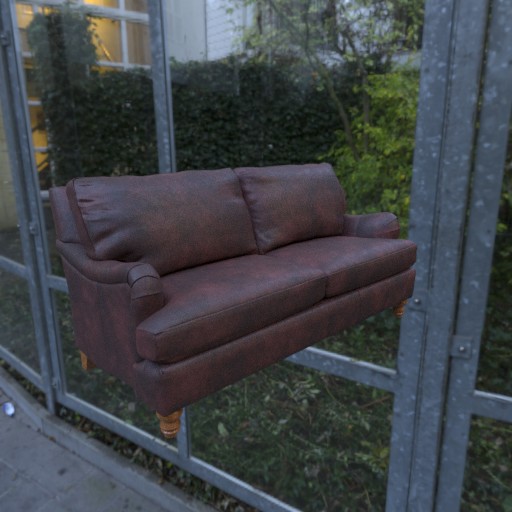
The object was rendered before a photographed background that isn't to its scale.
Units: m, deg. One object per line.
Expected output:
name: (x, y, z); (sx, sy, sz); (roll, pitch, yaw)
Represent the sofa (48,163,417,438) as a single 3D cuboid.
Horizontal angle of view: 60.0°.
sofa: (0.000, 0.000, 2.774); (2.144, 1.071, 1.147); (-14, 20, -42)
